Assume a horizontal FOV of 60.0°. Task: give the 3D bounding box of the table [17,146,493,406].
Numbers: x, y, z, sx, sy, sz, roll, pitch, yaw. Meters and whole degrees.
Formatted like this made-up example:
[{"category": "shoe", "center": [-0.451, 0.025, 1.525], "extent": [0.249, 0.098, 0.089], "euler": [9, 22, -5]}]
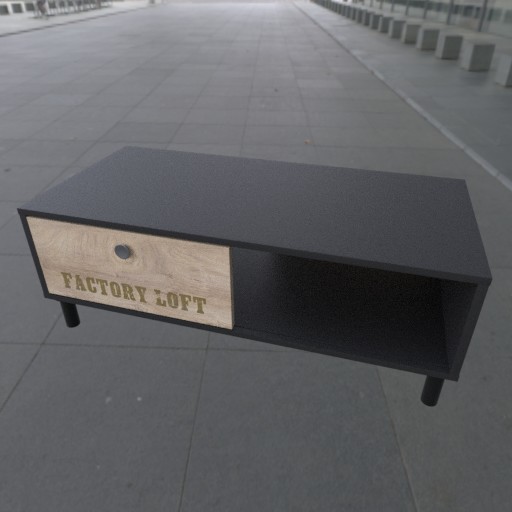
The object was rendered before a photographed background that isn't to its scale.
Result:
[{"category": "table", "center": [0.000, 0.000, 1.300], "extent": [1.100, 0.400, 0.550], "euler": [9, 33, 14]}]
